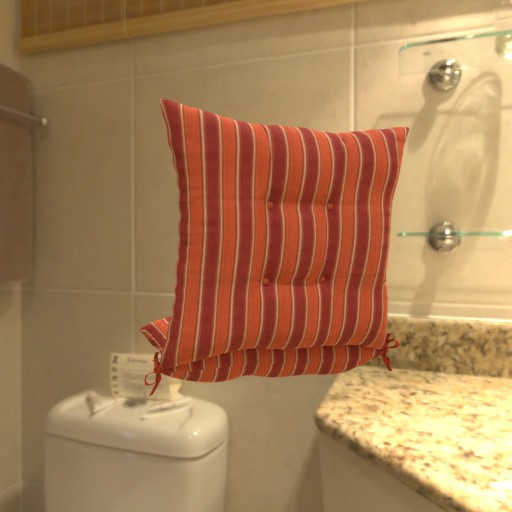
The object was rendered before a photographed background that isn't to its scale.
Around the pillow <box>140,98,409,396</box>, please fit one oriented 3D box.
[{"bbox_3d":[0.000,0.000,1.060,0.541,0.536,0.585,0,1,-18],"label":"pillow"}]
